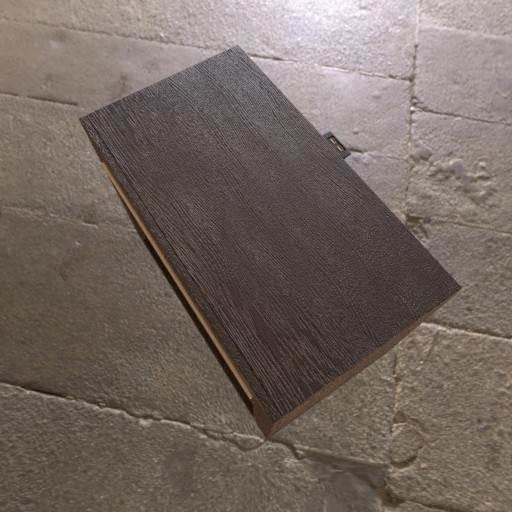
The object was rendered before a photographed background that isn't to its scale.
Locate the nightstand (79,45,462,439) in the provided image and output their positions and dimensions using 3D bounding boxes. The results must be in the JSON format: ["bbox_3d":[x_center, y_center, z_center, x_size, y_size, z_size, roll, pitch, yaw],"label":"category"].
[{"bbox_3d":[0.000,0.000,1.190,0.457,0.612,0.775,-31,69,-14],"label":"nightstand"}]
